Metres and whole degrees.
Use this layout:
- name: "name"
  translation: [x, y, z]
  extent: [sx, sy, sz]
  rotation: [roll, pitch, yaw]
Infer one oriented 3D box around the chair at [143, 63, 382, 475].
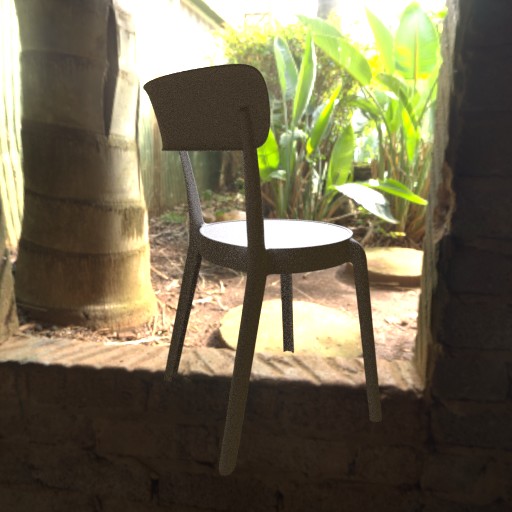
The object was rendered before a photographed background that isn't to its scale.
- name: "chair"
  translation: [0.000, 0.000, 1.096]
  extent: [0.491, 0.790, 0.506]
  rotation: [-7, 15, -26]
